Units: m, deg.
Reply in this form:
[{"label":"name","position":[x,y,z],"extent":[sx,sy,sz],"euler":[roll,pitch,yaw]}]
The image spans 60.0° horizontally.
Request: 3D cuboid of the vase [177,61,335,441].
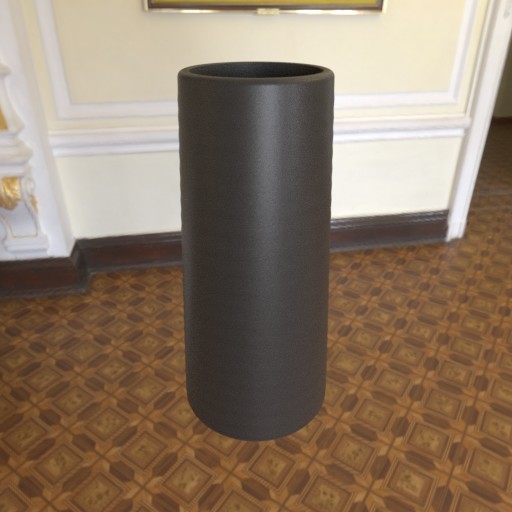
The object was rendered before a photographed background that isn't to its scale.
[{"label":"vase","position":[0.000,0.000,0.370],"extent":[0.136,0.289,0.136],"euler":[1,29,2]}]
